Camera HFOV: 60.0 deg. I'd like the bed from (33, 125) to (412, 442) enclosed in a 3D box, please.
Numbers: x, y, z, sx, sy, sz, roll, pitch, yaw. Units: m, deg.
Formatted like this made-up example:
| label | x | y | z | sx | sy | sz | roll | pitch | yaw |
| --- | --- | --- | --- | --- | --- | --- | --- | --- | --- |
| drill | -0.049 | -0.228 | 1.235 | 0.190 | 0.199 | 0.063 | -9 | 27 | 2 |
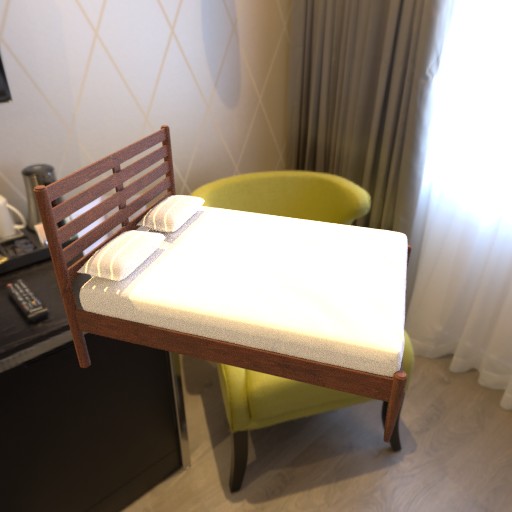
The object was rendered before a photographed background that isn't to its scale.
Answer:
| label | x | y | z | sx | sy | sz | roll | pitch | yaw |
| --- | --- | --- | --- | --- | --- | --- | --- | --- | --- |
| bed | 0.000 | 0.000 | 3.077 | 2.093 | 1.304 | 1.509 | 9 | 31 | 15 |
